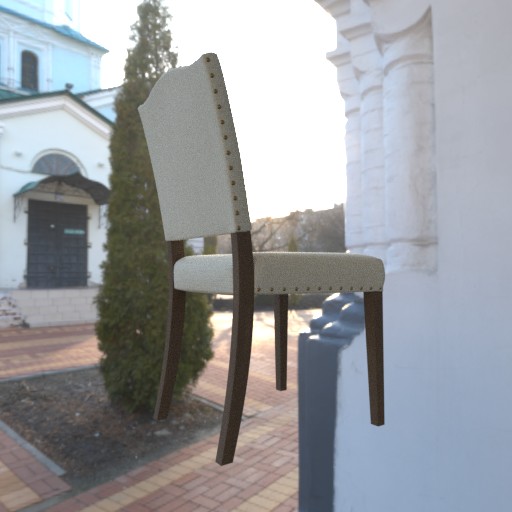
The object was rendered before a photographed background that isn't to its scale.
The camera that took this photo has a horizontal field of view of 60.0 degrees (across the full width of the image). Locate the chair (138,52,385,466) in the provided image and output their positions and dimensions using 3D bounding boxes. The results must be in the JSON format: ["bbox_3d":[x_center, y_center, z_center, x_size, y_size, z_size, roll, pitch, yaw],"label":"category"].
[{"bbox_3d":[0.000,0.000,1.376,0.619,1.015,0.508,1,-2,-35],"label":"chair"}]
